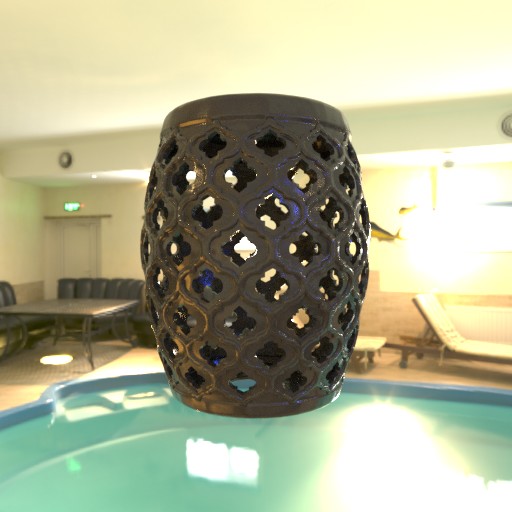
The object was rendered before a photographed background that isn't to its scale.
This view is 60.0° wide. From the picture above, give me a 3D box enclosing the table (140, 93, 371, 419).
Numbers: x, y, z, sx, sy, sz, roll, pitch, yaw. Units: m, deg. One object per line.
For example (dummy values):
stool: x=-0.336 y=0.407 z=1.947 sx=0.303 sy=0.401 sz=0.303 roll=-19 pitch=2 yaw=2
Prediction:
table: x=0.000 y=0.000 z=0.646 sx=0.325 sy=0.388 sz=0.325 roll=0 pitch=1 yaw=0
